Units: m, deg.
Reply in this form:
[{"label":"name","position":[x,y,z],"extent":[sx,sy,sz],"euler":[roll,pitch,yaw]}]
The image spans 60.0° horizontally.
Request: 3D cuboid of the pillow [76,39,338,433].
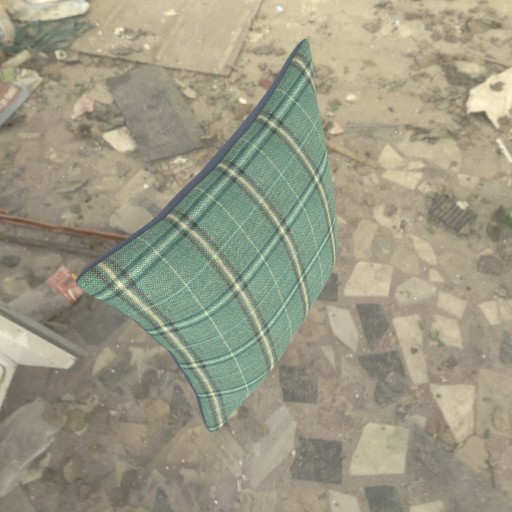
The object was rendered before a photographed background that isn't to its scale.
[{"label":"pillow","position":[0.000,0.000,0.679],"extent":[0.200,0.430,0.453],"euler":[28,62,16]}]
